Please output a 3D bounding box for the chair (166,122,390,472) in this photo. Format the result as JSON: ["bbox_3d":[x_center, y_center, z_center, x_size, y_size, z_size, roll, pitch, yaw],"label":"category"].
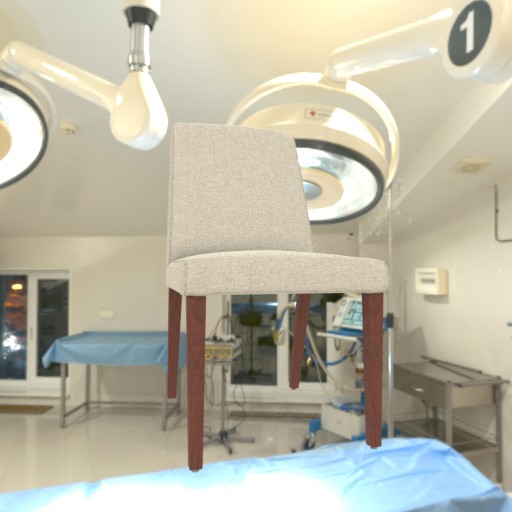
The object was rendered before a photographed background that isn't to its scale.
[{"bbox_3d":[0.000,0.000,1.237,0.480,0.900,0.594,0,-2,-16],"label":"chair"}]
